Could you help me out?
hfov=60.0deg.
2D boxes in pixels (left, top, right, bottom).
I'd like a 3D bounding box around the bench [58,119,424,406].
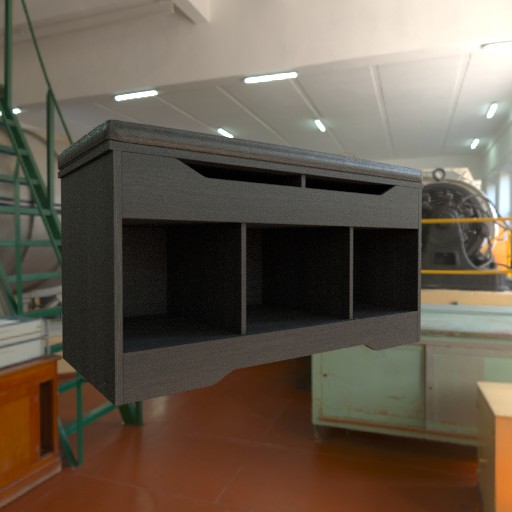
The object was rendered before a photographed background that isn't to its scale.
[{"bbox_3d":[0.000,0.000,1.182,0.905,0.501,0.401,-1,2,-36],"label":"bench"}]
